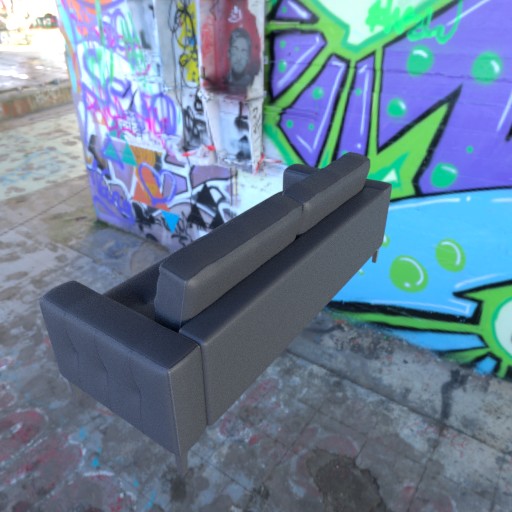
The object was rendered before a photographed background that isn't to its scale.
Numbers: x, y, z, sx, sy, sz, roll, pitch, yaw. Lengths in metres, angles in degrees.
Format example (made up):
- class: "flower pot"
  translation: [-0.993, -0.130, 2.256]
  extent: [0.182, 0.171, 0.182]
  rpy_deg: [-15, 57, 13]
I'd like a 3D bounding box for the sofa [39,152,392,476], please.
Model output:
- class: "sofa"
  translation: [0.000, 0.000, 2.648]
  extent: [0.833, 0.893, 2.275]
  rpy_deg: [19, 35, 30]
